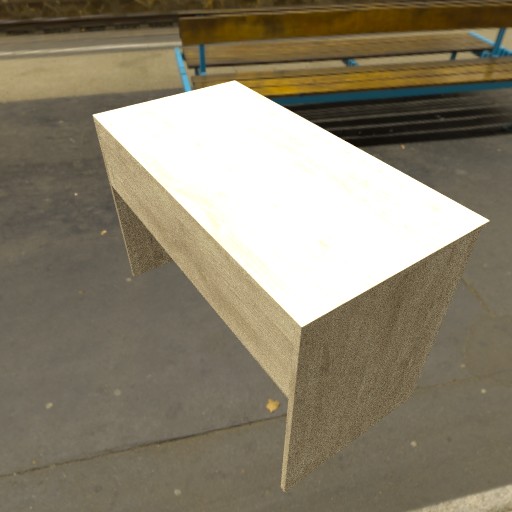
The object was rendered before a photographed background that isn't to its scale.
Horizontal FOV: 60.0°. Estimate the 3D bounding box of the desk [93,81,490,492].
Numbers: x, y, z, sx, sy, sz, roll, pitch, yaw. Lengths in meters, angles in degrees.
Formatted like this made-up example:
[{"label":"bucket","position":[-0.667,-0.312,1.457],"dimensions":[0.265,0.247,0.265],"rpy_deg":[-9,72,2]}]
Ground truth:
[{"label":"desk","position":[0.000,0.000,1.489],"dimensions":[0.560,0.730,1.100],"rpy_deg":[-24,47,-25]}]
